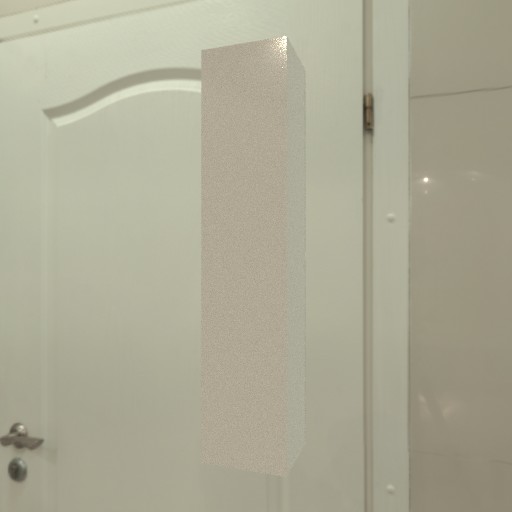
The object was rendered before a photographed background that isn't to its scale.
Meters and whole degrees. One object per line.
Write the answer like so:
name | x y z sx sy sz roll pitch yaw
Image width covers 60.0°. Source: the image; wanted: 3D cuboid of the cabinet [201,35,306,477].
cabinet | 0.000 0.000 1.583 0.300 1.400 0.270 0 0 19
